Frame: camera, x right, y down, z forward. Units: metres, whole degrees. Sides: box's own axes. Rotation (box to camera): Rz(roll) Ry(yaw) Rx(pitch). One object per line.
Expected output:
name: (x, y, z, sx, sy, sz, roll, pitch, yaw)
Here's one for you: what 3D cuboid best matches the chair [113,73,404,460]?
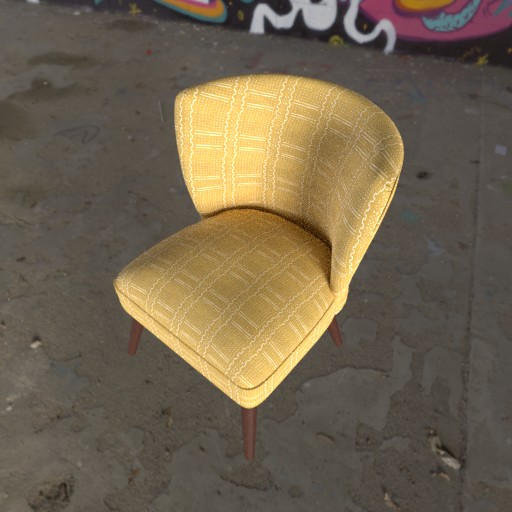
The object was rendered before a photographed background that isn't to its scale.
chair: (0.000, 0.000, 1.399, 0.706, 0.866, 0.758, 31, 54, 27)
